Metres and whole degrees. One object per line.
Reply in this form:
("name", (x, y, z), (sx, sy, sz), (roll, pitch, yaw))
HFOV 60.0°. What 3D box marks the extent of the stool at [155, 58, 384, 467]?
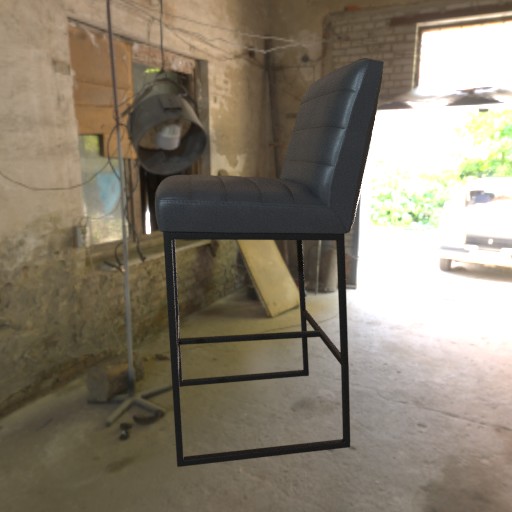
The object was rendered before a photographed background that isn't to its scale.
("stool", (0.000, 0.000, 1.317), (0.552, 1.040, 0.457), (-2, 13, -9))
